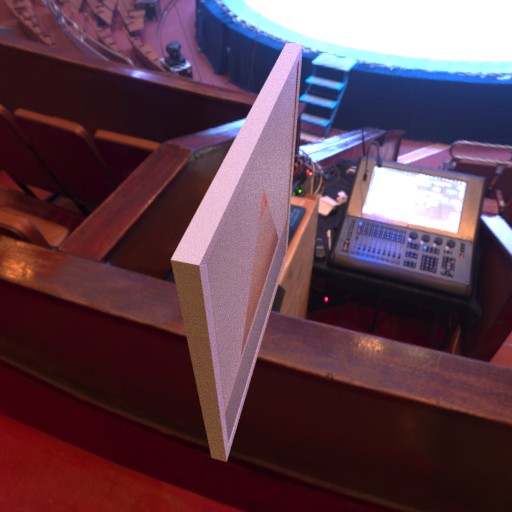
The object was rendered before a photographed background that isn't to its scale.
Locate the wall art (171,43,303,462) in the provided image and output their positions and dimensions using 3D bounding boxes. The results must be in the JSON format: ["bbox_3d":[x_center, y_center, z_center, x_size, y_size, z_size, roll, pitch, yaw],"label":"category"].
[{"bbox_3d":[0.000,0.000,1.134,0.041,0.765,0.768,11,48,10],"label":"wall art"}]
